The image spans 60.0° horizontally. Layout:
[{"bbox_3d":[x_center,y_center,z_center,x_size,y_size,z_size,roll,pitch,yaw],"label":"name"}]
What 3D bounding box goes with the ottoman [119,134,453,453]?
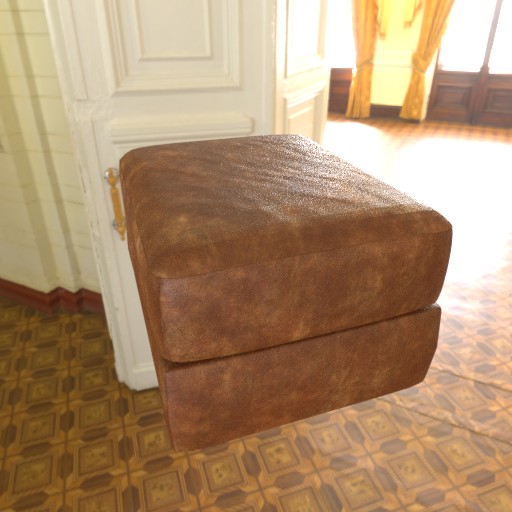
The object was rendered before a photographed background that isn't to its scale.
[{"bbox_3d":[0.000,0.000,1.139,0.603,0.476,0.751,-10,30,-17],"label":"ottoman"}]
